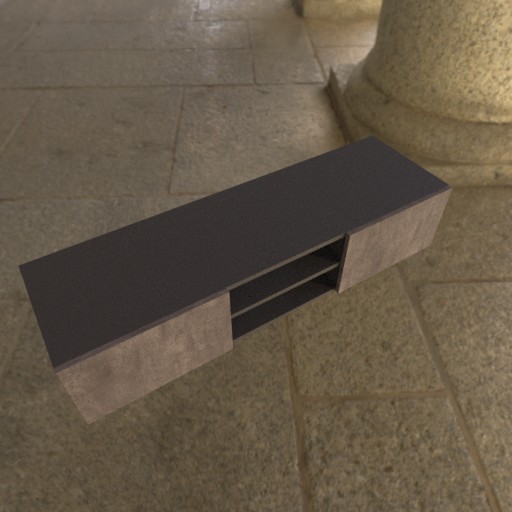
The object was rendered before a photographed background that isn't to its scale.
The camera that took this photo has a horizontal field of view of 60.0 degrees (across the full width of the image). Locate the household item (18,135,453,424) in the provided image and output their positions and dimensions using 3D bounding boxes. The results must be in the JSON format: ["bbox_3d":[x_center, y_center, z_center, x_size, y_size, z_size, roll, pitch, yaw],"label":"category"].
[{"bbox_3d":[0.000,0.000,1.560,1.400,0.310,0.420,-24,50,-22],"label":"household item"}]
